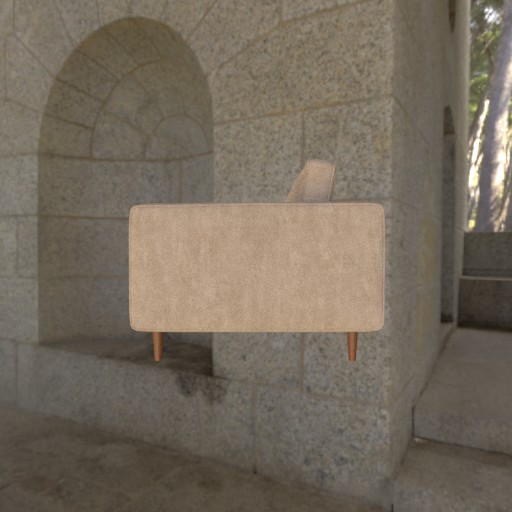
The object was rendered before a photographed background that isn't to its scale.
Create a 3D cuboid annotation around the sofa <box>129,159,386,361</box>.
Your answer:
[{"bbox_3d":[0.000,0.000,2.618,0.919,0.770,2.200,0,1,0],"label":"sofa"}]
